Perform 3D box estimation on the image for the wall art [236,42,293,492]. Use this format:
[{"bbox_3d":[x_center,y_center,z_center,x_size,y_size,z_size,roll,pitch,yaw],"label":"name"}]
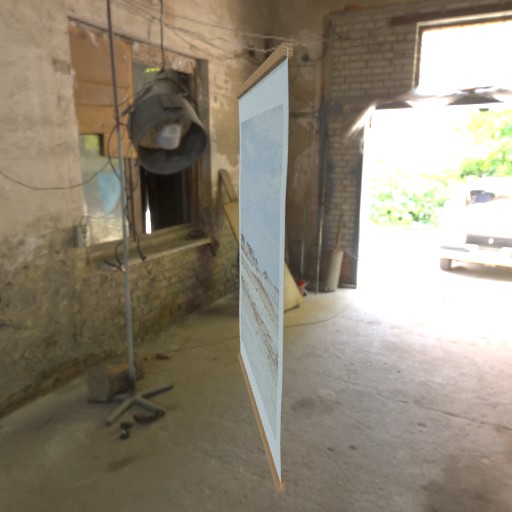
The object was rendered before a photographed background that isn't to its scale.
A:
[{"bbox_3d":[0.000,0.000,1.324,0.020,1.016,0.739,-2,14,-9],"label":"wall art"}]
